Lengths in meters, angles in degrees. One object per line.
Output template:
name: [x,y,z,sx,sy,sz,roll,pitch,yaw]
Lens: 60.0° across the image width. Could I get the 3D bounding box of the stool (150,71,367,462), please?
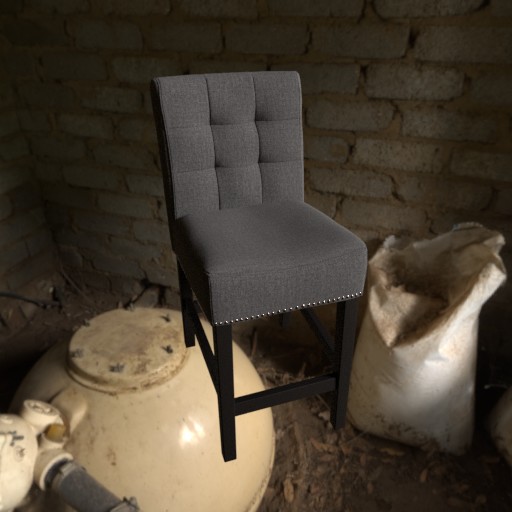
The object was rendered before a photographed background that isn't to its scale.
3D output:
stool: [0.000,0.000,1.231,0.427,0.885,0.571,-9,31,-16]
